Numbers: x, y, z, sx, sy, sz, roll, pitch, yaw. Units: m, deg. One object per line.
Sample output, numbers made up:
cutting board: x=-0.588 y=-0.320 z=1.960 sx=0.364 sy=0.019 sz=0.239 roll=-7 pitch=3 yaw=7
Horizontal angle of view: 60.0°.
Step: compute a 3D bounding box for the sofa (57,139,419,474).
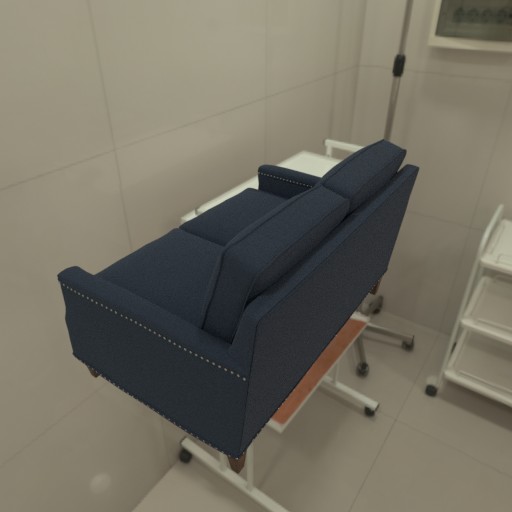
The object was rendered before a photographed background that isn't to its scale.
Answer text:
sofa: x=0.000 y=0.000 z=2.241 sx=1.084 sy=1.003 sz=1.597 roll=20 pitch=38 yaw=29
